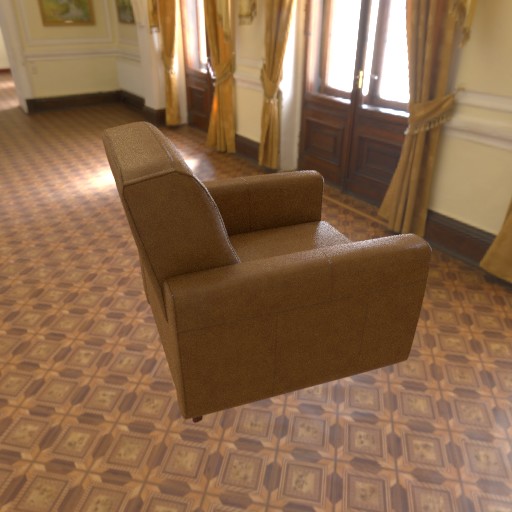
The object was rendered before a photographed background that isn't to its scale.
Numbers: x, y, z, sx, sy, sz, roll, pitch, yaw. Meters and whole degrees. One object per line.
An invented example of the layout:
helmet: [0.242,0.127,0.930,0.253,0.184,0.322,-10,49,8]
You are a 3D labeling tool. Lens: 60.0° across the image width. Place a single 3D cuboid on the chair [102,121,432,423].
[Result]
chair: [0.000,0.000,1.671,0.942,0.968,0.845,-11,31,-18]
